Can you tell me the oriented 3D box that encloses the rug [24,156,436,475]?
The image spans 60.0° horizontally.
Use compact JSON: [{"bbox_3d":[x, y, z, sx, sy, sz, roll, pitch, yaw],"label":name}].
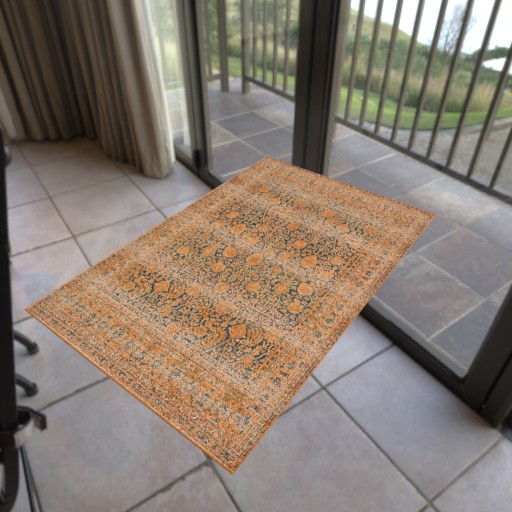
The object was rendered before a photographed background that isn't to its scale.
[{"bbox_3d":[0.000,0.000,2.871,1.525,0.007,2.336,26,46,28],"label":"rug"}]
